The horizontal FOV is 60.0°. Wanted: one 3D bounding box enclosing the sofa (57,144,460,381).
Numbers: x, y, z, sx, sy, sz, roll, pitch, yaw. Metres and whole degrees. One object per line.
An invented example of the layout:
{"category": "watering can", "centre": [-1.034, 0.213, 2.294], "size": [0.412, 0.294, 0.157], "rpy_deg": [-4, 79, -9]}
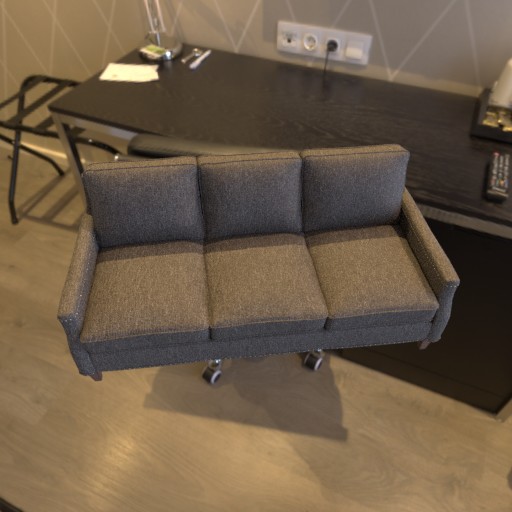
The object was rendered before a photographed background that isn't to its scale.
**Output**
{"category": "sofa", "centre": [0.000, 0.000, 2.835], "size": [2.246, 1.003, 1.084], "rpy_deg": [-5, 46, -4]}
